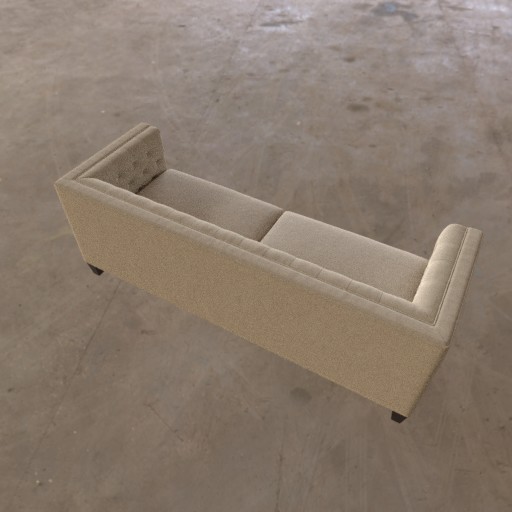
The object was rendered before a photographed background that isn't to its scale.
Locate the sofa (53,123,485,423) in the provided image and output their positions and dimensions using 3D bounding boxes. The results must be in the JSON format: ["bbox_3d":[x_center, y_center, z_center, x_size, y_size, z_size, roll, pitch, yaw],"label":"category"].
[{"bbox_3d":[0.000,0.000,2.582,2.159,0.762,0.775,22,50,20],"label":"sofa"}]
